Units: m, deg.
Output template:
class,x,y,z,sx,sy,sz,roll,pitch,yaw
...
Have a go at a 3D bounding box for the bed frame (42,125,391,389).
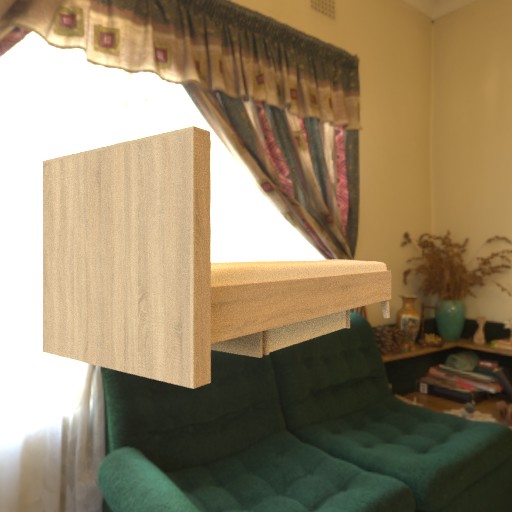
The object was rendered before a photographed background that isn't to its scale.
class,x,y,z,sx,sy,sz,roll,pitch,yaw
bed frame,0.000,0.000,2.708,0.990,0.920,2.140,0,0,35
